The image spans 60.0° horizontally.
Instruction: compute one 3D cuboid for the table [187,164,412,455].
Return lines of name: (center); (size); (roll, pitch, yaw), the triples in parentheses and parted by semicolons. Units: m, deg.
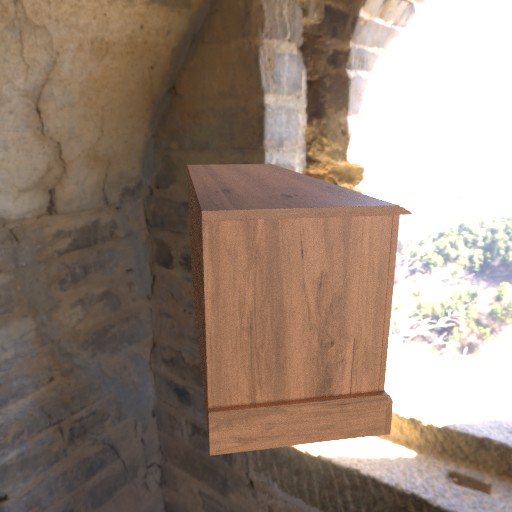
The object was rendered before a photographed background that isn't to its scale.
table: (0.000, 0.000, 1.450); (0.400, 0.510, 1.200); (-3, 16, -9)
